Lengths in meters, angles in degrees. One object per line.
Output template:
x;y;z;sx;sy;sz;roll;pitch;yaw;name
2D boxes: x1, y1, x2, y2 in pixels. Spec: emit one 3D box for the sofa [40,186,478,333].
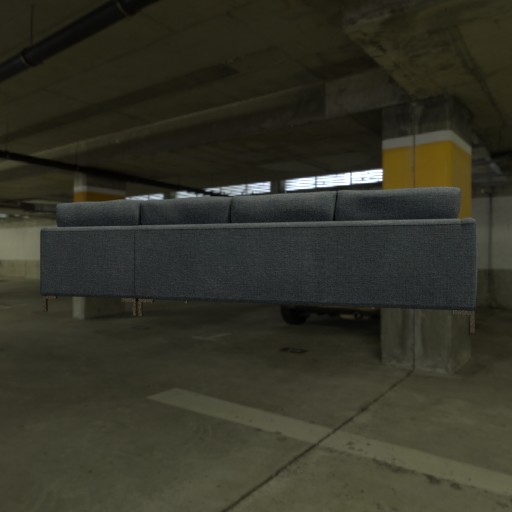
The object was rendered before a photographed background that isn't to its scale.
0.000;0.000;3.413;2.932;0.810;1.350;0;0;18;sofa
